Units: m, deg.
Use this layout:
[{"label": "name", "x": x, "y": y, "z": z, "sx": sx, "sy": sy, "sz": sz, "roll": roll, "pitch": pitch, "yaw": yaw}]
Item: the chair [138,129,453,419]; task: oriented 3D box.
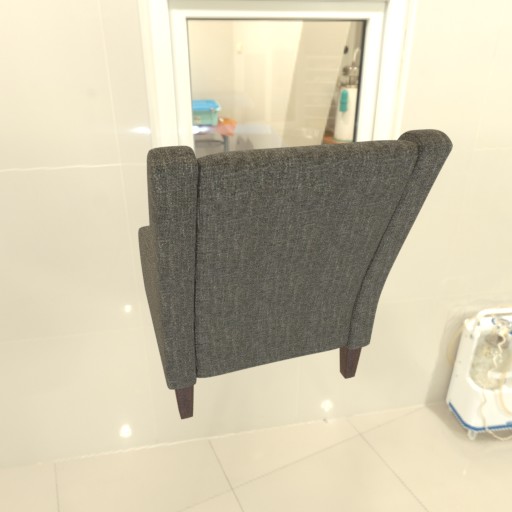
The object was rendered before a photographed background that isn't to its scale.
[{"label": "chair", "x": 0.000, "y": 0.000, "z": 1.649, "sx": 0.793, "sy": 1.012, "sz": 0.944, "roll": -8, "pitch": 27, "yaw": -17}]
